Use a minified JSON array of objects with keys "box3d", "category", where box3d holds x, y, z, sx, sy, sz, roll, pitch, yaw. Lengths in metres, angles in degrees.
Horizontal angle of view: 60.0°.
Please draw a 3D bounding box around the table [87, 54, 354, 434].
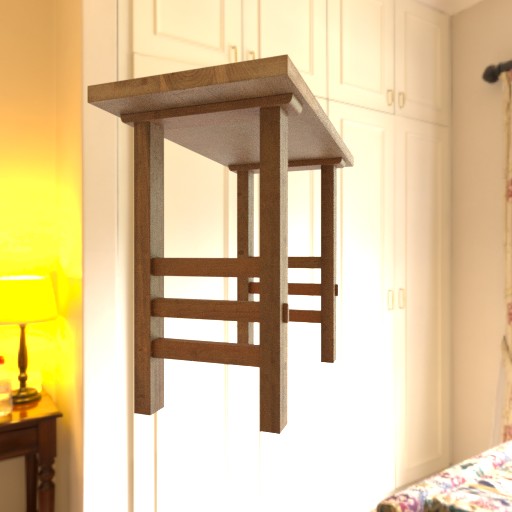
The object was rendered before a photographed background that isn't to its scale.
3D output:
[{"box3d":[0.000,0.000,1.619,0.556,0.914,1.119,0,0,20],"category":"table"}]
